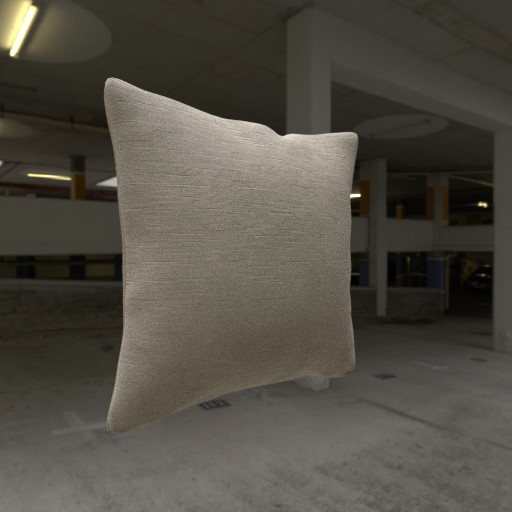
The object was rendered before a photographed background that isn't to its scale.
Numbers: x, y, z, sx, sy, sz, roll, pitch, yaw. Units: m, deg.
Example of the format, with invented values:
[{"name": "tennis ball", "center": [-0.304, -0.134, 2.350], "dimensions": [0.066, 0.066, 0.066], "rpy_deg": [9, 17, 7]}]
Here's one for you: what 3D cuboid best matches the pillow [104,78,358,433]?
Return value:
[{"name": "pillow", "center": [0.000, 0.000, 0.645], "dimensions": [0.437, 0.420, 0.162], "rpy_deg": [-1, 1, -37]}]
